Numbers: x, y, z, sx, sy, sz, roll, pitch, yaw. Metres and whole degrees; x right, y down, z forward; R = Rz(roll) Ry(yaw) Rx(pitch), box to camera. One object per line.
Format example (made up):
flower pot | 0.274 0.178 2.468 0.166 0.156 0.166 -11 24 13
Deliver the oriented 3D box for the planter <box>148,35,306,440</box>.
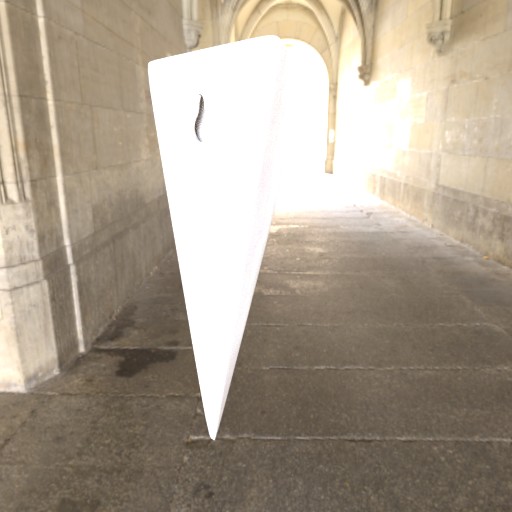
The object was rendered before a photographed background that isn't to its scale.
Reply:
planter | 0.000 0.000 0.273 0.081 0.224 0.101 -14 21 -42
